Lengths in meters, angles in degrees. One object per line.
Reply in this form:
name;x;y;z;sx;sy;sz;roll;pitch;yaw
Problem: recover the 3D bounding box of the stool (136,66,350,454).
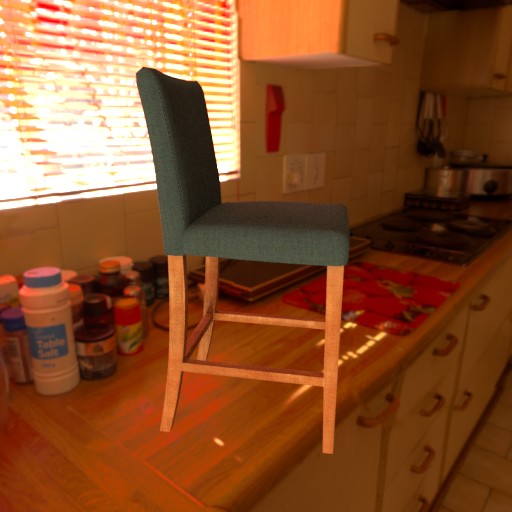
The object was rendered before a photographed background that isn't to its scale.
stool;0.000;0.000;1.420;0.574;1.088;0.454;3;17;9
